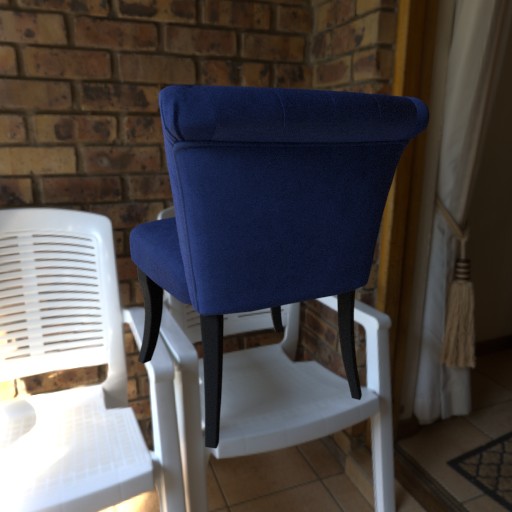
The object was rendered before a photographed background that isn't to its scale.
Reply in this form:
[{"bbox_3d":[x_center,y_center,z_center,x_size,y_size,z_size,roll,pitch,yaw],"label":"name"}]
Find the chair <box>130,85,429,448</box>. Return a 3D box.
[{"bbox_3d":[0.000,0.000,1.131,0.585,0.753,0.606,-8,17,-26],"label":"chair"}]
